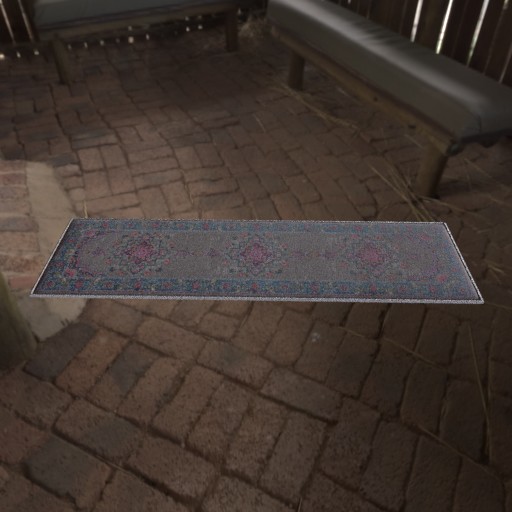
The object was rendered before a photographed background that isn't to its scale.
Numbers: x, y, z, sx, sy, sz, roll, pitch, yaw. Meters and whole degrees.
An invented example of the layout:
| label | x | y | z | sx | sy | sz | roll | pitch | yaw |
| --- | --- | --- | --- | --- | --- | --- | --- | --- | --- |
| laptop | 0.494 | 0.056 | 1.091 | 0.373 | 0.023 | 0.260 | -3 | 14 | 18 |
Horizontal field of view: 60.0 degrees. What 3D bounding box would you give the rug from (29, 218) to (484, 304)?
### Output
| label | x | y | z | sx | sy | sz | roll | pitch | yaw |
| --- | --- | --- | --- | --- | --- | --- | --- | --- | --- |
| rug | 0.000 | 0.000 | 2.473 | 2.297 | 0.019 | 0.659 | 1 | 42 | 1 |
